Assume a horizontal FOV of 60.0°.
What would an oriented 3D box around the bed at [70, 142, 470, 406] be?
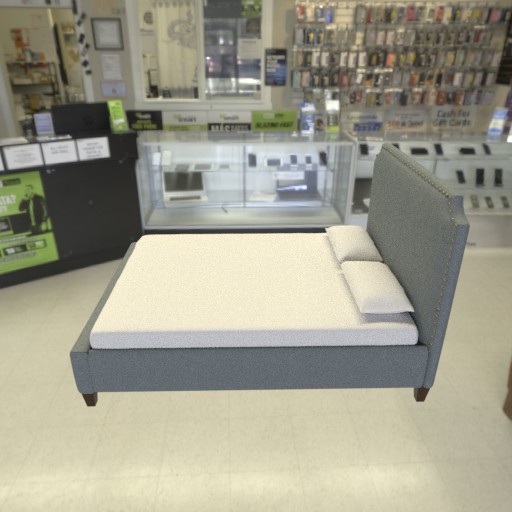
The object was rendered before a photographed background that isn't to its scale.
[{"bbox_3d":[0.000,0.000,3.416,2.372,1.443,1.712,-1,26,-1],"label":"bed"}]
